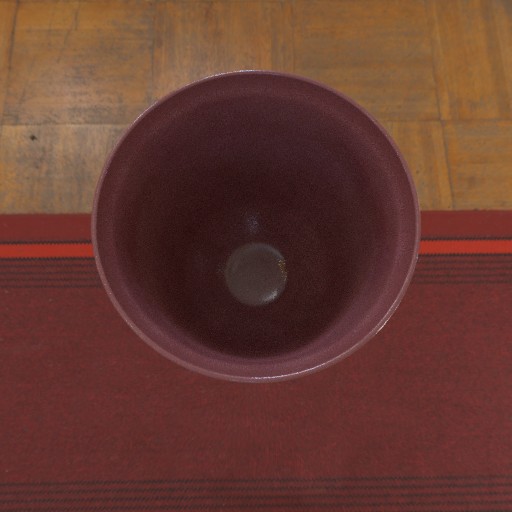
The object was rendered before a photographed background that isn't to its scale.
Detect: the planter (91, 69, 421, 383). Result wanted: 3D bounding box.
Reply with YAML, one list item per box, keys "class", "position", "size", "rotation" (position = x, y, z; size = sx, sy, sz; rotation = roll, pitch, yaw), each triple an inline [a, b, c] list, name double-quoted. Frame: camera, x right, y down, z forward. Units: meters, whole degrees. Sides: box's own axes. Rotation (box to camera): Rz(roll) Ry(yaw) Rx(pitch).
- class: "planter"
  position: [0.000, 0.000, 0.365]
  size: [0.195, 0.214, 0.195]
  rotation: [0, 76, 0]
